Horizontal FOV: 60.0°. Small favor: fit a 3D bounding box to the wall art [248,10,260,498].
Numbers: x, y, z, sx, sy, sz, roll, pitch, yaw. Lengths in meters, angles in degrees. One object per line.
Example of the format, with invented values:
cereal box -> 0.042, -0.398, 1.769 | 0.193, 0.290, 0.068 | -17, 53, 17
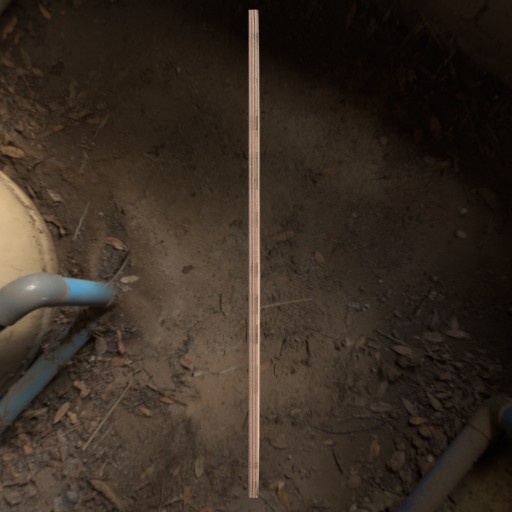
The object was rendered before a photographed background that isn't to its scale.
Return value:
wall art -> 0.000, 0.000, 0.665 | 0.010, 0.408, 0.508 | 0, 88, 1
